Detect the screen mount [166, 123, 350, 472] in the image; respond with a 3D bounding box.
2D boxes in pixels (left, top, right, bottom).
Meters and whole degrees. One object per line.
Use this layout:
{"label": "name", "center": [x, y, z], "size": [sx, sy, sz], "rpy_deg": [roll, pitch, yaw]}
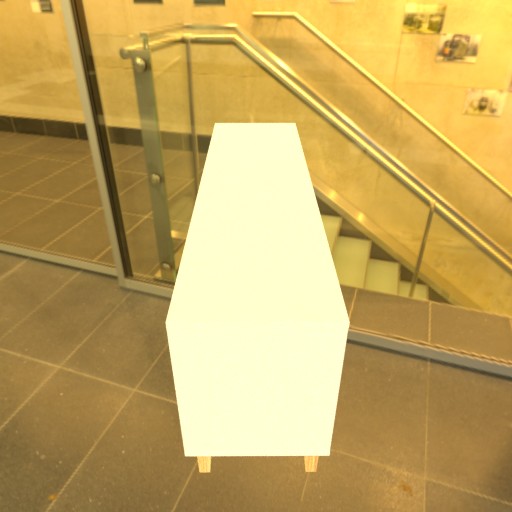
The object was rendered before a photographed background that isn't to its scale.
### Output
{"label": "screen mount", "center": [0.000, 0.000, 1.756], "size": [0.400, 0.619, 1.490], "rpy_deg": [0, 33, 0]}
